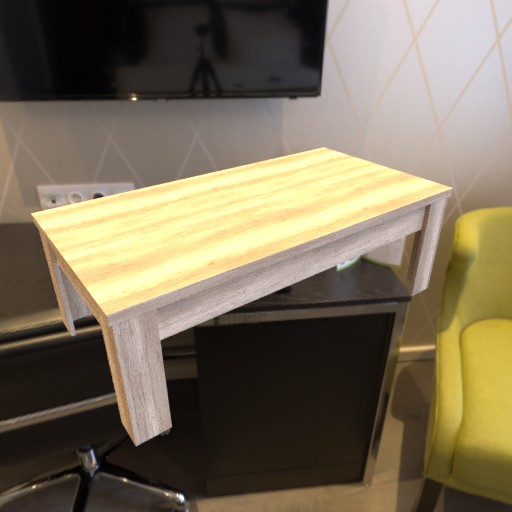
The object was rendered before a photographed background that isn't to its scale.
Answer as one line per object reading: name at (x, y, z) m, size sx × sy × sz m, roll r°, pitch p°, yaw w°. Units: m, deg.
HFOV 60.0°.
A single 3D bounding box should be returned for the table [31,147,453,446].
table at (0.000, 0.000, 1.697) m, size 1.350 × 0.460 × 0.700 m, roll -20°, pitch 35°, yaw -31°
